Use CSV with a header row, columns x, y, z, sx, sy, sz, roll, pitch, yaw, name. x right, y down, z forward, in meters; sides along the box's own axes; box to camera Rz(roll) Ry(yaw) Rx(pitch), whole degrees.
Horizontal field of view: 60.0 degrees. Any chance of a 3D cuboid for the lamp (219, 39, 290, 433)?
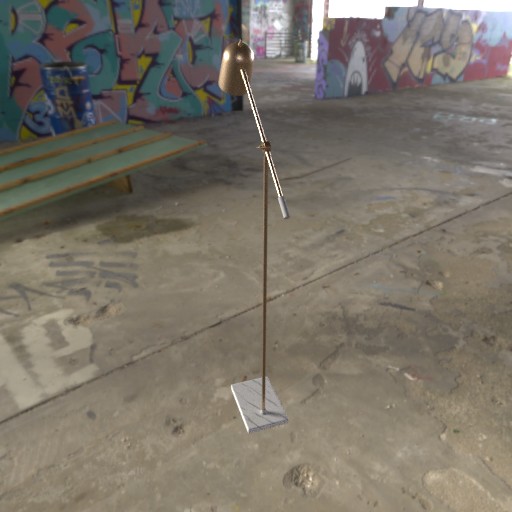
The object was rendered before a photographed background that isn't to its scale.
x,y,z,sx,sy,sz,roll,pitch,yaw,name
0.000,0.000,1.819,0.194,1.594,0.653,-9,29,-16,lamp
